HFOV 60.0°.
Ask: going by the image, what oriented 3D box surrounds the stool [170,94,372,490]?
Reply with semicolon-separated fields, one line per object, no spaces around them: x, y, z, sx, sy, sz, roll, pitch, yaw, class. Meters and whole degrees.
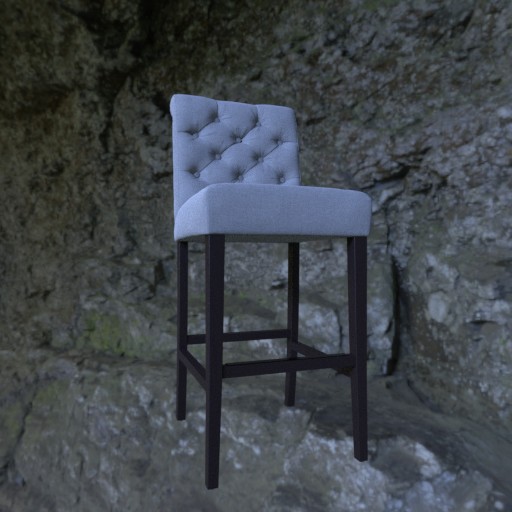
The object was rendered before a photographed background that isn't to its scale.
0.000;0.000;1.417;0.493;1.140;0.601;0;0;-20;stool
